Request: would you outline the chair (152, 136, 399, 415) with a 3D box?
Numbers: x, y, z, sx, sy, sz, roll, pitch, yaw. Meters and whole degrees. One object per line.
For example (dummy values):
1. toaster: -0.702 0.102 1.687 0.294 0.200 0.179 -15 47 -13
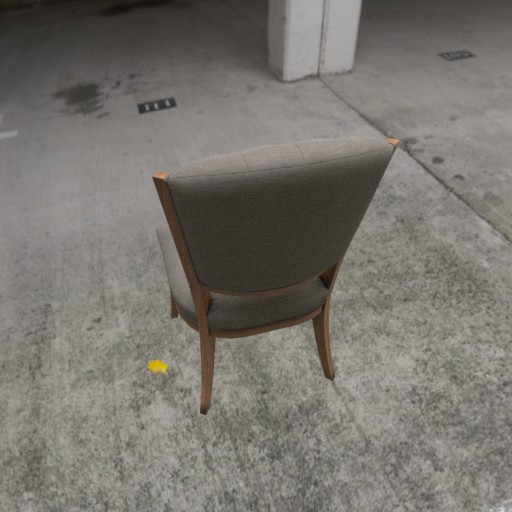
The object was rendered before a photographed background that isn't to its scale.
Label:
1. chair: 0.000 0.000 1.251 0.513 0.905 0.584 -11 41 -13
